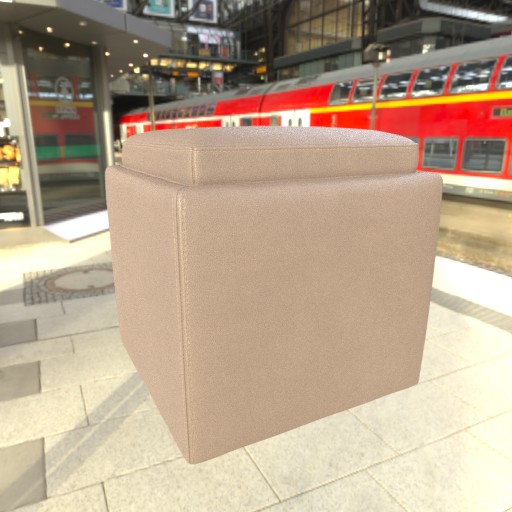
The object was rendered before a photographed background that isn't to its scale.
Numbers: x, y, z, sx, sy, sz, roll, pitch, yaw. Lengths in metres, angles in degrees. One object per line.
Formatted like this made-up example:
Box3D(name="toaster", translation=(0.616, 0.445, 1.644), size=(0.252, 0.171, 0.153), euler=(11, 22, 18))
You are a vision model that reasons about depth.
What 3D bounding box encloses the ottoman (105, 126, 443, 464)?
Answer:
Box3D(name="ottoman", translation=(0.000, 0.000, 0.818), size=(0.450, 0.460, 0.451), euler=(-8, 18, -27))
